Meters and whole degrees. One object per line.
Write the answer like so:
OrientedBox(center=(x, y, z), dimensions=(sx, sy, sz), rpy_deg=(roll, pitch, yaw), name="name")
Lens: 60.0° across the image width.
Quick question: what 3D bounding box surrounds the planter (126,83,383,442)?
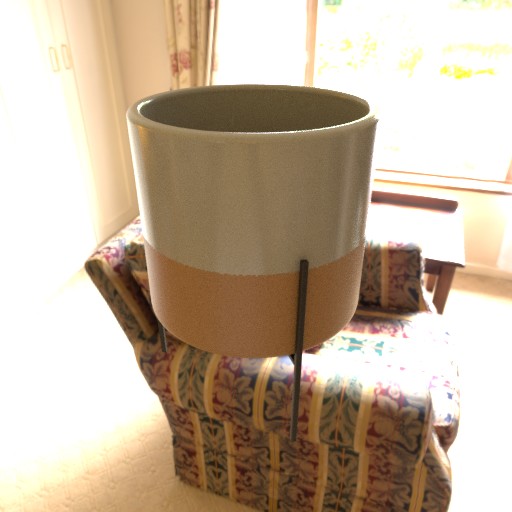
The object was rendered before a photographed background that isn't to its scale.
OrientedBox(center=(0.000, 0.000, 0.725), dimensions=(0.348, 0.480, 0.360), rpy_deg=(-10, 32, -17), name="planter")
